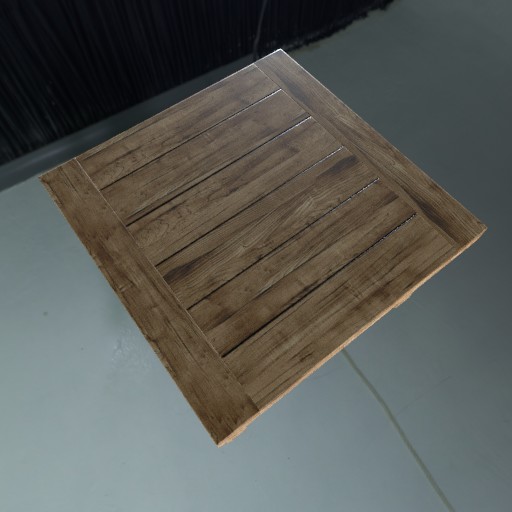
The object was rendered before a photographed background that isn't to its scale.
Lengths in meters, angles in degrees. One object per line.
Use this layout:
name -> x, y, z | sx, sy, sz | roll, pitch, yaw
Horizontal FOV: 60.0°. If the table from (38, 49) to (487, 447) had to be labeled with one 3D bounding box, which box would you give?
table -> 0.000, 0.000, 1.045 | 0.610, 0.457, 0.610 | -34, 68, -16
